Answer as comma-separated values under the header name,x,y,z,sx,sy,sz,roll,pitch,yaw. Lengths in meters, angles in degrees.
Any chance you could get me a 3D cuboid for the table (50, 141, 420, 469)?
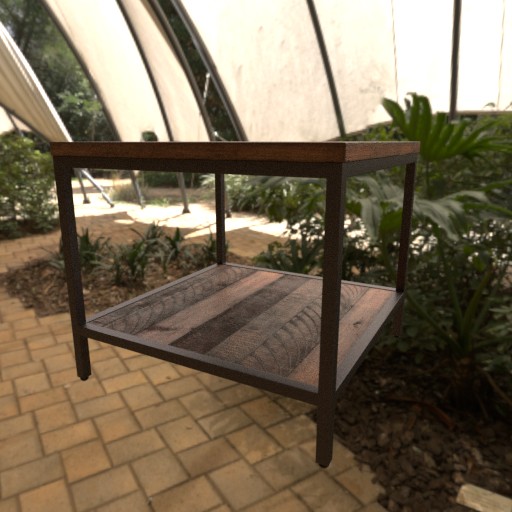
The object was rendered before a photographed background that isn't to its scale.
name,x,y,z,sx,sy,sz,roll,pitch,yaw
table,0.000,0.000,0.965,0.553,0.482,0.548,8,17,28
